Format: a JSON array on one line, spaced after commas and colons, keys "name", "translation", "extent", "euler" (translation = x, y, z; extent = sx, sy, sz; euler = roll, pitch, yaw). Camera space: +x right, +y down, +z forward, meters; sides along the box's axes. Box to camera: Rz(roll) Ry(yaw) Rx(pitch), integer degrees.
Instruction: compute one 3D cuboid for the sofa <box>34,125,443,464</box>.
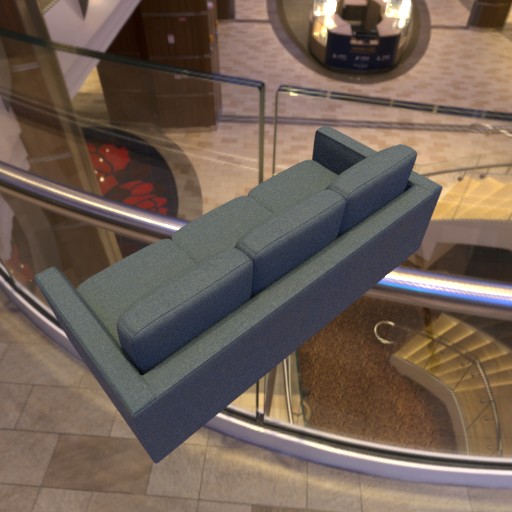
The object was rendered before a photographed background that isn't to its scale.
[{"name": "sofa", "translation": [0.000, 0.000, 2.460], "extent": [2.013, 0.945, 0.935], "euler": [-33, 55, -27]}]
